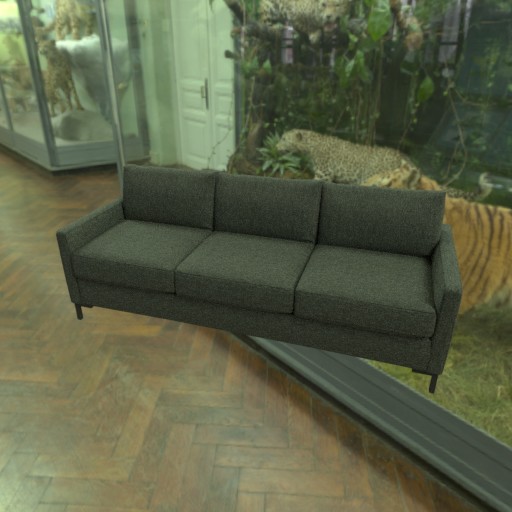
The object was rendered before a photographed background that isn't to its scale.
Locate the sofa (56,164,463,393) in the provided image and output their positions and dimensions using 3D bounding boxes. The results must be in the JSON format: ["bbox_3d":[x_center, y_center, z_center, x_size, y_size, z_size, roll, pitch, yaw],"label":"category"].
[{"bbox_3d":[0.000,0.000,2.722,2.253,0.879,0.876,8,27,16],"label":"sofa"}]
